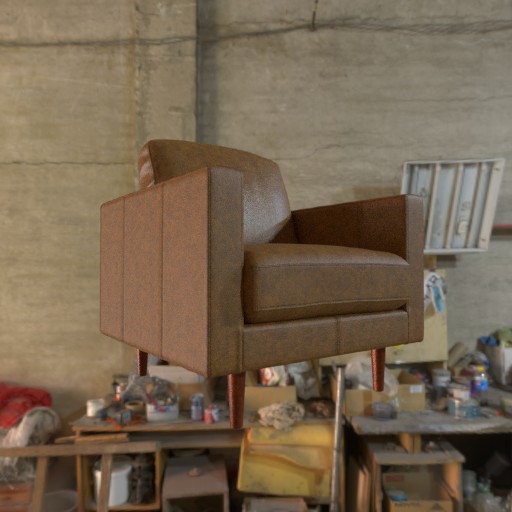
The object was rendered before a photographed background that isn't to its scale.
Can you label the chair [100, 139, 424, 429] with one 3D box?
[{"bbox_3d":[0.000,0.000,1.664,0.890,0.956,0.909,1,-1,-36],"label":"chair"}]
